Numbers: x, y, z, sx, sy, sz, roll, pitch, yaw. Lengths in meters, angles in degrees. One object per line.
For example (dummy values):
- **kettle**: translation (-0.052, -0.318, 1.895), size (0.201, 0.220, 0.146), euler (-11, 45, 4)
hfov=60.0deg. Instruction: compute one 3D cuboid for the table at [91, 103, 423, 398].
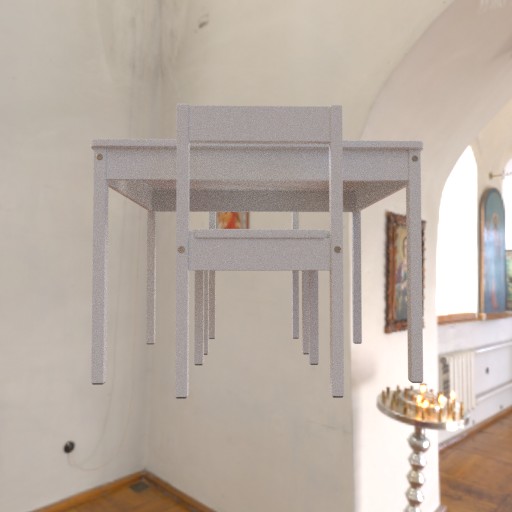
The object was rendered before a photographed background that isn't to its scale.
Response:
- **table**: translation (0.000, 0.000, 1.090), size (0.650, 0.503, 0.672), euler (0, -2, -1)
